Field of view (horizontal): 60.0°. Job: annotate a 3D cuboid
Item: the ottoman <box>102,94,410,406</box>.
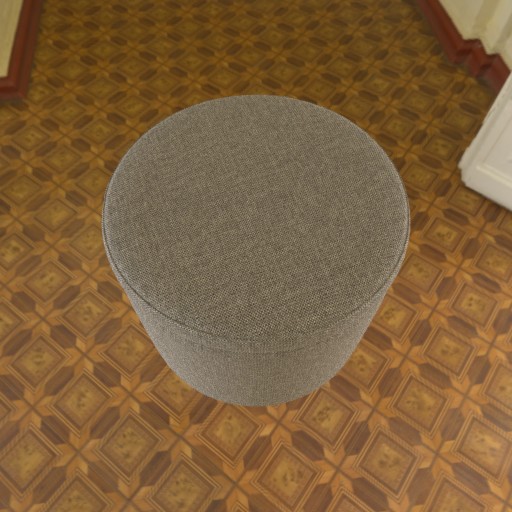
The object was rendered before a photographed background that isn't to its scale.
[{"bbox_3d":[0.000,0.000,0.908,0.520,0.430,0.520,0,59,0],"label":"ottoman"}]
